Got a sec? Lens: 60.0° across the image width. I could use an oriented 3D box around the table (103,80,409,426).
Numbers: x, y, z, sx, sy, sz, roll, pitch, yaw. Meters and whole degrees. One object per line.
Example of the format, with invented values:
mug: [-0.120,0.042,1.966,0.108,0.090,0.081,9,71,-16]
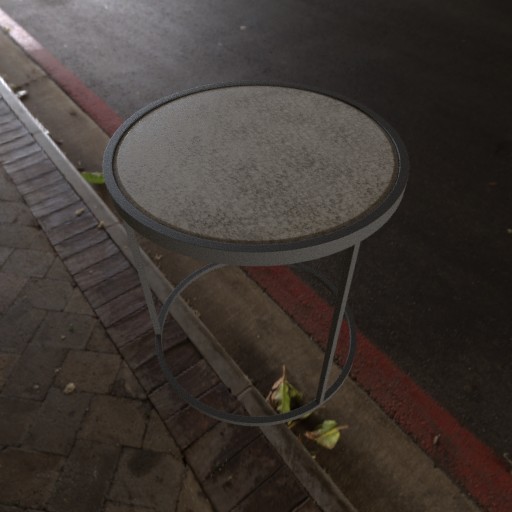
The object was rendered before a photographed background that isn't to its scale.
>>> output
table: [0.000,0.000,0.876,0.470,0.498,0.470,0,46,0]
